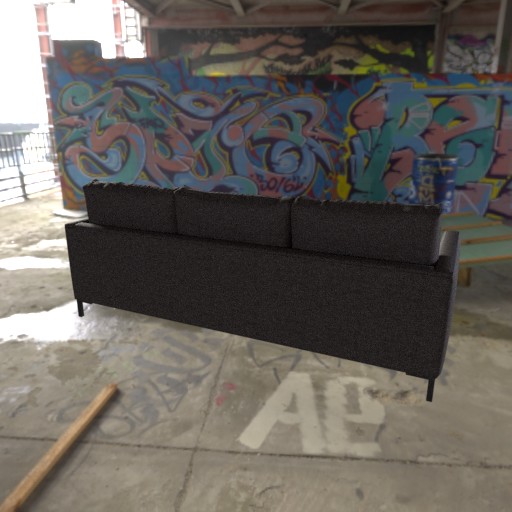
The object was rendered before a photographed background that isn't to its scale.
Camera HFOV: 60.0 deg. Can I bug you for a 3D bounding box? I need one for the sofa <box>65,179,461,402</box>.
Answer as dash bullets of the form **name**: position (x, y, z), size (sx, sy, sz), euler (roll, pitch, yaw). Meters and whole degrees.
- **sofa**: position (0.000, 0.000, 2.709), size (2.253, 0.882, 0.876), euler (8, 18, 24)
